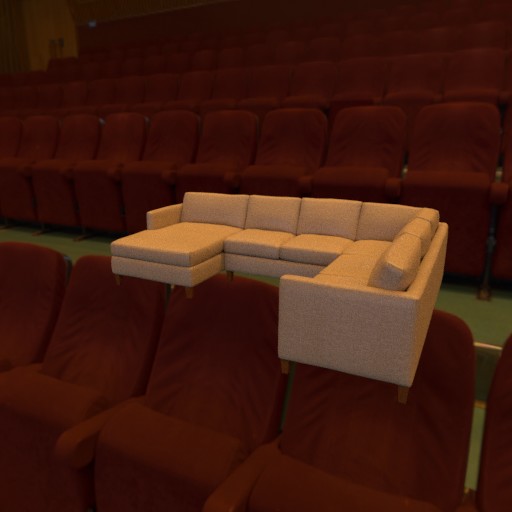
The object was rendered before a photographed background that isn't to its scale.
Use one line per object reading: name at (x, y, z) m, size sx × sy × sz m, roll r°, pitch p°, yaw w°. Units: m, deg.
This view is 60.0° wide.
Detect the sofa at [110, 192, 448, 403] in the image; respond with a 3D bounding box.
sofa at (0.000, 0.000, 4.540) m, size 3.460 × 0.961 × 2.594 m, roll 8°, pitch 17°, yaw 25°
